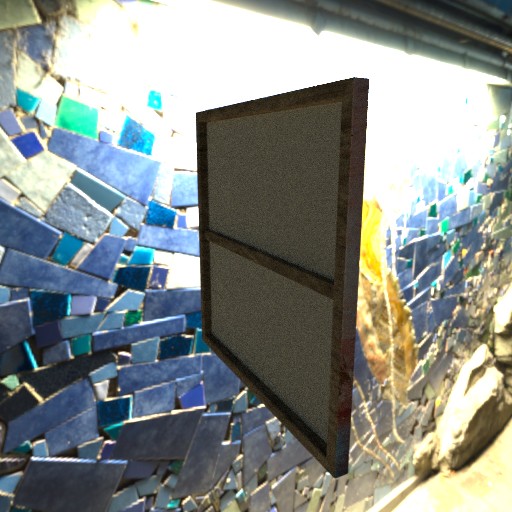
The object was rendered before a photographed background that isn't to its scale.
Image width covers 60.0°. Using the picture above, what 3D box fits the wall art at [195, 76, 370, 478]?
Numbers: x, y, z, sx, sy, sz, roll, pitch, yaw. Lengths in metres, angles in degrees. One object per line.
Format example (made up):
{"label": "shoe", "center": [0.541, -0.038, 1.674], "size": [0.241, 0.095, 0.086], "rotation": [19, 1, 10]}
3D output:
{"label": "wall art", "center": [0.000, 0.000, 1.119], "size": [0.035, 0.747, 0.747], "rotation": [-7, 15, -26]}
